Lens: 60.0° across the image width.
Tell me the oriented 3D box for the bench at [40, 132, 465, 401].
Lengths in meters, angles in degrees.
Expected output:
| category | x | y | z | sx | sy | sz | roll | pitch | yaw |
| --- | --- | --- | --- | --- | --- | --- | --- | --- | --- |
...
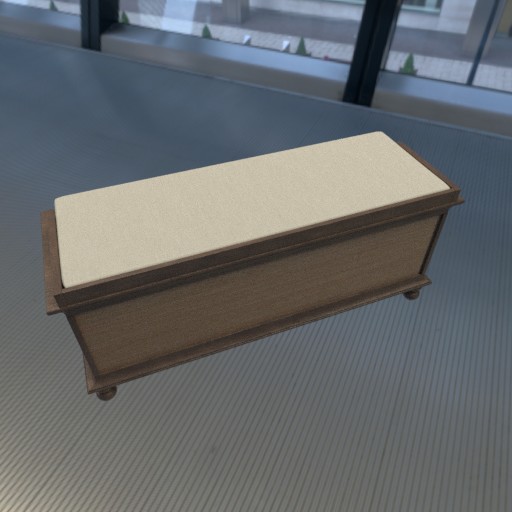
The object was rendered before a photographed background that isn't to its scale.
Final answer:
| category | x | y | z | sx | sy | sz | roll | pitch | yaw |
| --- | --- | --- | --- | --- | --- | --- | --- | --- | --- |
| bench | 0.000 | 0.000 | 1.442 | 1.185 | 0.501 | 0.402 | -15 | 46 | -15 |
